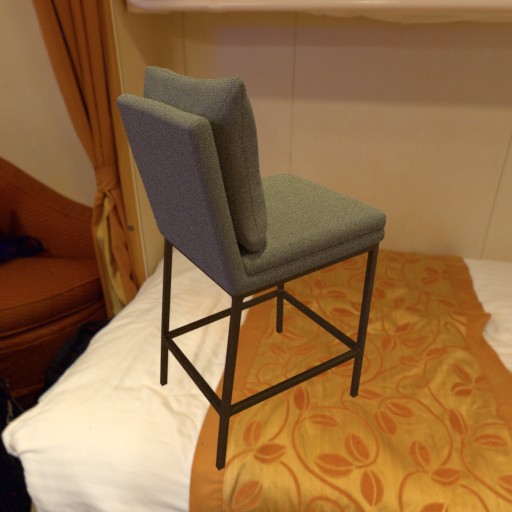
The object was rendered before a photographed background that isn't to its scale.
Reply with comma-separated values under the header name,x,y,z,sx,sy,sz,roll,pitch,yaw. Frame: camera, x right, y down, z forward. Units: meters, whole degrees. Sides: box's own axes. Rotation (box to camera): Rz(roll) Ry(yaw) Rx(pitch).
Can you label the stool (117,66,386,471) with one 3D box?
name,x,y,z,sx,sy,sz,roll,pitch,yaw
stool,0.000,0.000,1.299,0.569,1.031,0.463,-17,32,-30
